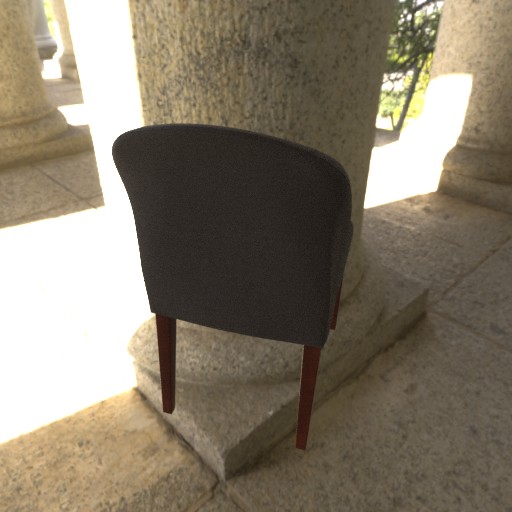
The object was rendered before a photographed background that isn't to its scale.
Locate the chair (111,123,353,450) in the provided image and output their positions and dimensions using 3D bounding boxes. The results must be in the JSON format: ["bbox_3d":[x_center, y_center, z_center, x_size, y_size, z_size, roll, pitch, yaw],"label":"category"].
[{"bbox_3d":[0.000,0.000,1.238,0.506,0.879,0.619,9,33,15],"label":"chair"}]
